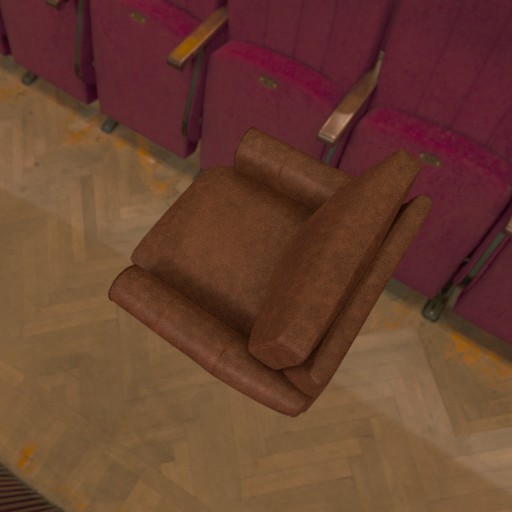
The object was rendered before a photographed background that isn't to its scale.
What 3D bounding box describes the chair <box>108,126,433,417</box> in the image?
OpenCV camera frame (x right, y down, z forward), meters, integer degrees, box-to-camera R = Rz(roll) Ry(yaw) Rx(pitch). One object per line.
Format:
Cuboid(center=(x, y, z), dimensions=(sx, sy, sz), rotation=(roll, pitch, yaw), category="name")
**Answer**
Cuboid(center=(0.000, 0.000, 1.828), dimensions=(1.002, 0.976, 0.996), rotation=(31, 68, 14), category="chair")
